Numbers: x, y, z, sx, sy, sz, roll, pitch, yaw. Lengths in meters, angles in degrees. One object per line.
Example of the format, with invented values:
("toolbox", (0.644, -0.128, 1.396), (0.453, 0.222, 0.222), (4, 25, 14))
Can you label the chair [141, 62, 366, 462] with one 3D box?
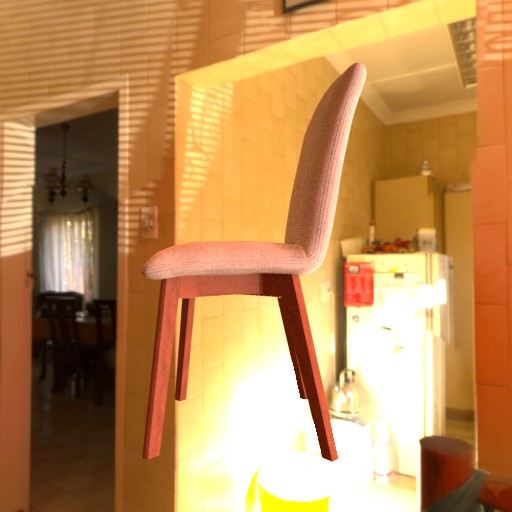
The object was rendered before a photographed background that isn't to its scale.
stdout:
("chair", (0.000, 0.000, 1.299), (0.563, 0.974, 0.522), (0, -1, -1))
